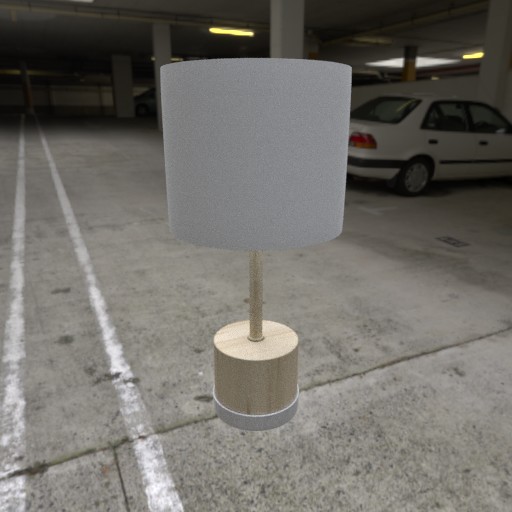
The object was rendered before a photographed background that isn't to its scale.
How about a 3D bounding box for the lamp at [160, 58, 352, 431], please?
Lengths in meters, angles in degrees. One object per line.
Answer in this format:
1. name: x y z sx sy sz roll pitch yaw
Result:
1. lamp: 0.000 0.000 0.605 0.229 0.470 0.229 -8 19 -25
